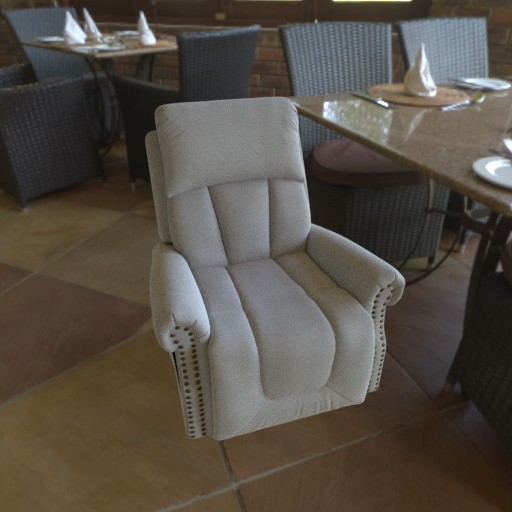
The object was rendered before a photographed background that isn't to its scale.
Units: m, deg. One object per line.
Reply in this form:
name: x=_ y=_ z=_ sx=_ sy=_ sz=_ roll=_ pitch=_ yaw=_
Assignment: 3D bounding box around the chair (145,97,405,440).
chair: x=0.000 y=0.000 z=1.753 sx=0.871 sy=1.031 sz=0.979 roll=-9 pitch=32 yaw=-15
